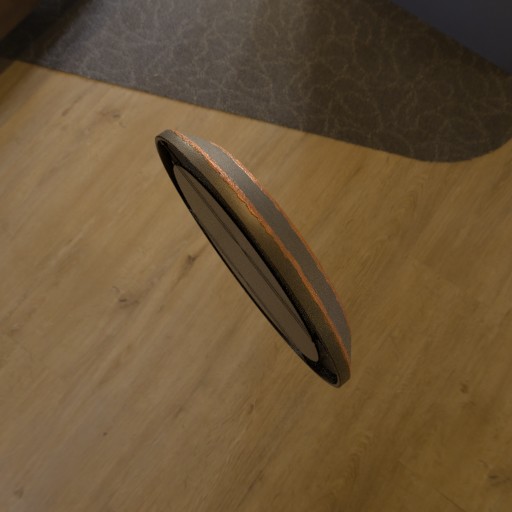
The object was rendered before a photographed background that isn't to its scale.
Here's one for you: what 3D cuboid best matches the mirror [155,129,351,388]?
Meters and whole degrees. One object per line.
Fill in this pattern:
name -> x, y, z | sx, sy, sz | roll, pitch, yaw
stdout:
mirror -> 0.000, 0.000, 1.375 | 0.111, 0.907, 0.907 | -36, 78, -9
